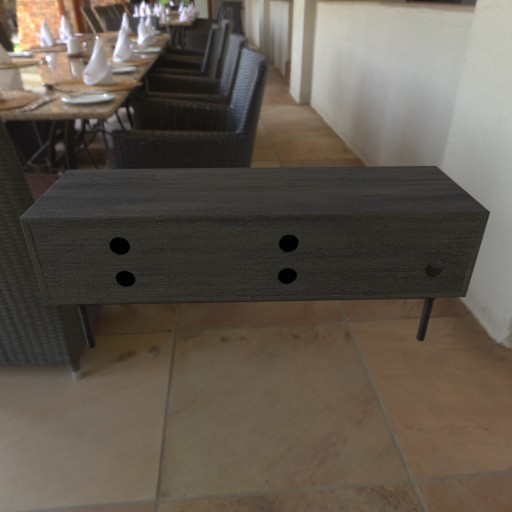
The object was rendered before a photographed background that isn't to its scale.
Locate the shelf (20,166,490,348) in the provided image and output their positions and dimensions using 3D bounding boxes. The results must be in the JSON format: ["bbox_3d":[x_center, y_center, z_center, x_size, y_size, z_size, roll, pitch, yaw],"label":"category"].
[{"bbox_3d":[0.000,0.000,1.518,1.300,0.495,0.400,-1,30,-2],"label":"shelf"}]
